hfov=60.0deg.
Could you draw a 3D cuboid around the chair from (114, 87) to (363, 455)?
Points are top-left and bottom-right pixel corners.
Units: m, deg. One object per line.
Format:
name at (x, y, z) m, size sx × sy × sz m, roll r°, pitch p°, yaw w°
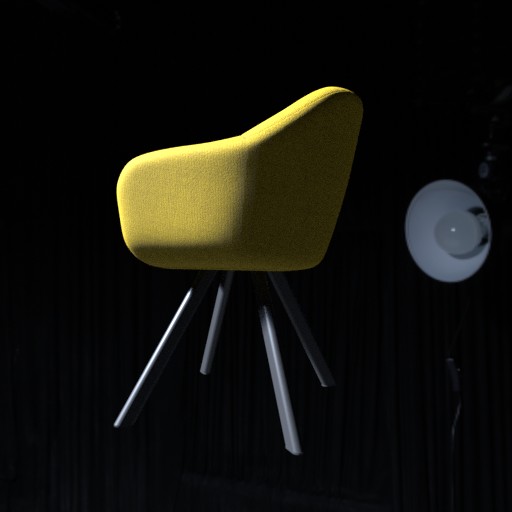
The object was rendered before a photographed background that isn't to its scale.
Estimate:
chair at (0.000, 0.000, 1.179) m, size 0.550 × 0.795 × 0.590 m, roll 1°, pitch 2°, yaw 18°
